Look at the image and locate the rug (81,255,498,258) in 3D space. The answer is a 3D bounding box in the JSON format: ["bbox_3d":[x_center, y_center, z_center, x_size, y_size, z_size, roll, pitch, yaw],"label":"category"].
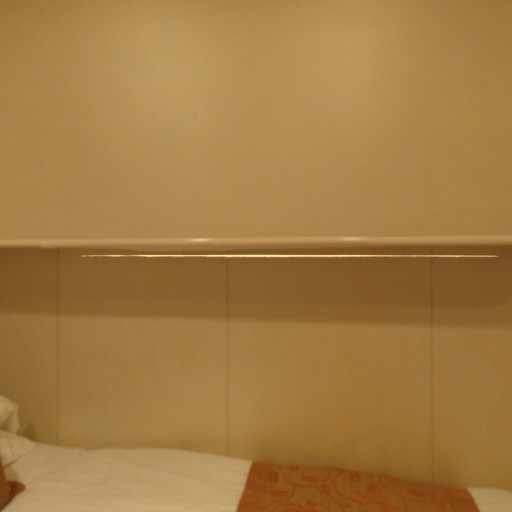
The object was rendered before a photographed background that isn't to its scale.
[{"bbox_3d":[0.000,0.000,4.240,2.452,0.020,3.365,0,0,-34],"label":"rug"}]
